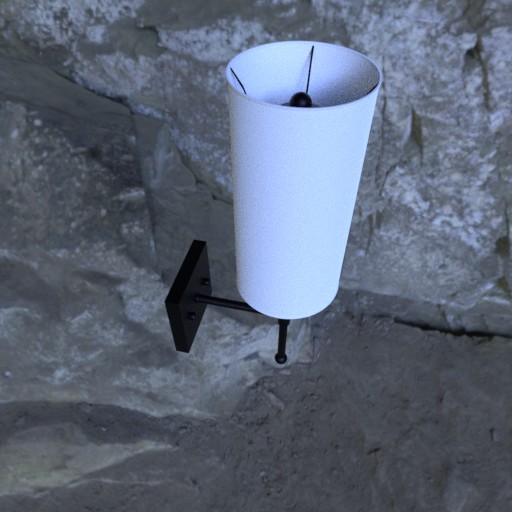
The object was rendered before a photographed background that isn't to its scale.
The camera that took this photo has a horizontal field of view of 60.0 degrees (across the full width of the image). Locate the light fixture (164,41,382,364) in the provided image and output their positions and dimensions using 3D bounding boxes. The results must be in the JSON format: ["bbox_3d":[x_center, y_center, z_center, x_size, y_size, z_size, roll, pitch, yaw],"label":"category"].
[{"bbox_3d":[0.000,0.000,0.539,0.208,0.462,0.128,9,47,9],"label":"light fixture"}]
